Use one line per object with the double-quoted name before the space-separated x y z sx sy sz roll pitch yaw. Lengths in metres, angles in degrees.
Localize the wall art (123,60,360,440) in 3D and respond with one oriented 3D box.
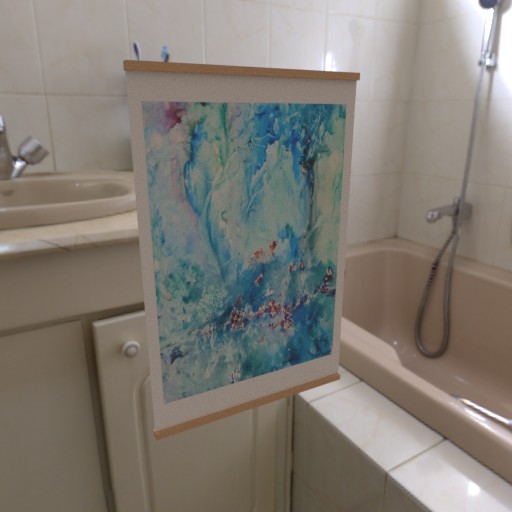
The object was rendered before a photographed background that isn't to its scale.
"wall art" 0.000 0.000 0.650 0.335 0.510 0.013 -9 20 -27
